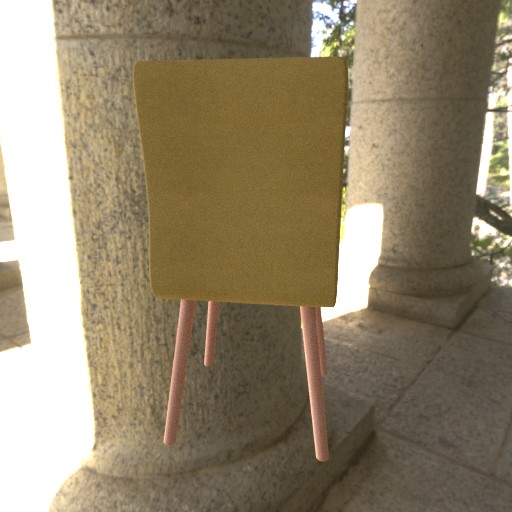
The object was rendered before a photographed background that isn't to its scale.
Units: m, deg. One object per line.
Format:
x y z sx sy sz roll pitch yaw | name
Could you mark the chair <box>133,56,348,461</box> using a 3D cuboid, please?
0.000 0.000 1.270 0.450 0.965 0.550 2 16 8 | chair
